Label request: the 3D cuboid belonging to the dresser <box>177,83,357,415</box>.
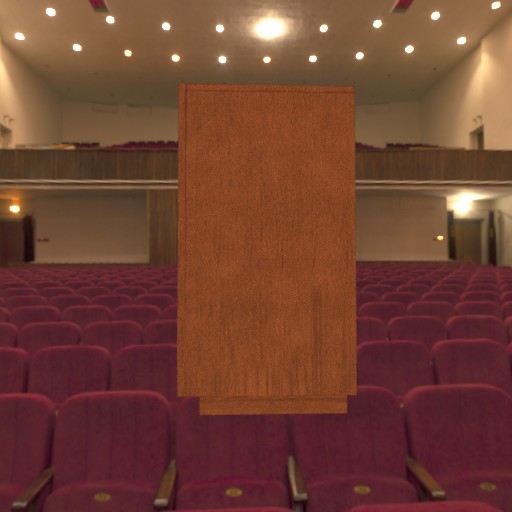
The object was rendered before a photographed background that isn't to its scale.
[{"bbox_3d":[0.000,0.000,2.007,0.483,0.889,1.628,0,-2,-2],"label":"dresser"}]
